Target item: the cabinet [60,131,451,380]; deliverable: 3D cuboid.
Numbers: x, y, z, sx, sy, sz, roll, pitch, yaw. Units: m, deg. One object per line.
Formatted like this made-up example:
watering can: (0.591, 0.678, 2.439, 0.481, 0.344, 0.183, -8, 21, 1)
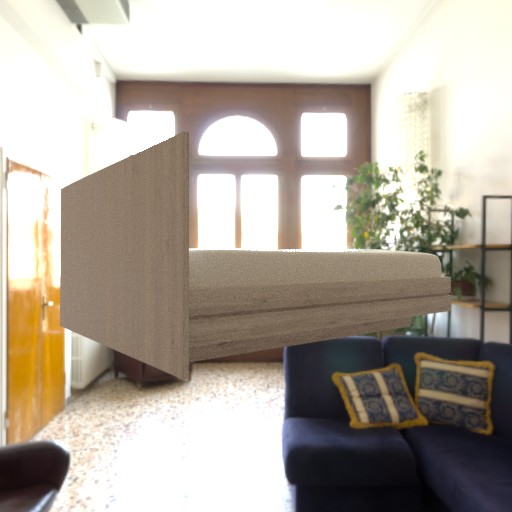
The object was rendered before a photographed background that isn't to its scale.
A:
cabinet: (0.000, 0.000, 3.030, 2.080, 0.970, 1.750, 0, -1, -38)
